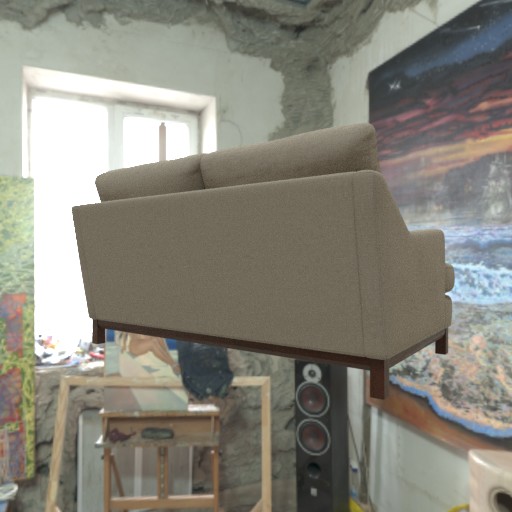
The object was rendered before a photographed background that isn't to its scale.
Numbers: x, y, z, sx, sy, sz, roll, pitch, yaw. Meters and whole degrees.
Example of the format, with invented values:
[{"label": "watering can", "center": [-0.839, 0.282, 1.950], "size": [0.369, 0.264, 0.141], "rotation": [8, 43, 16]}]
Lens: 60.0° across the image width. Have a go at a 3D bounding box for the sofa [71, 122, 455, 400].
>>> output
[{"label": "sofa", "center": [0.000, 0.000, 2.160], "size": [1.619, 0.910, 1.004], "rotation": [0, 0, 36]}]
